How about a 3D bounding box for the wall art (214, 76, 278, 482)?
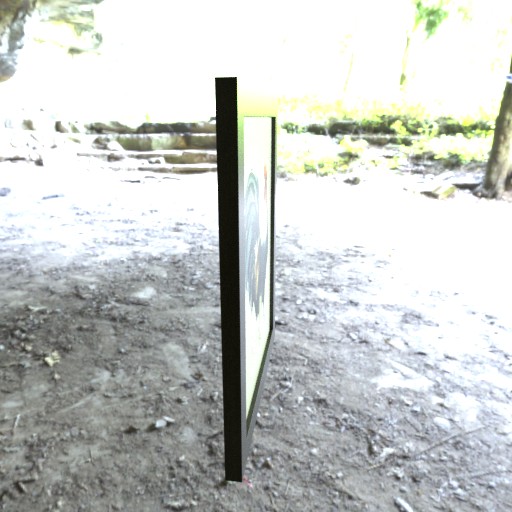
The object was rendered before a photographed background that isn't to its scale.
[{"bbox_3d":[0.000,0.000,0.823,0.027,0.580,0.479,2,18,8],"label":"wall art"}]
